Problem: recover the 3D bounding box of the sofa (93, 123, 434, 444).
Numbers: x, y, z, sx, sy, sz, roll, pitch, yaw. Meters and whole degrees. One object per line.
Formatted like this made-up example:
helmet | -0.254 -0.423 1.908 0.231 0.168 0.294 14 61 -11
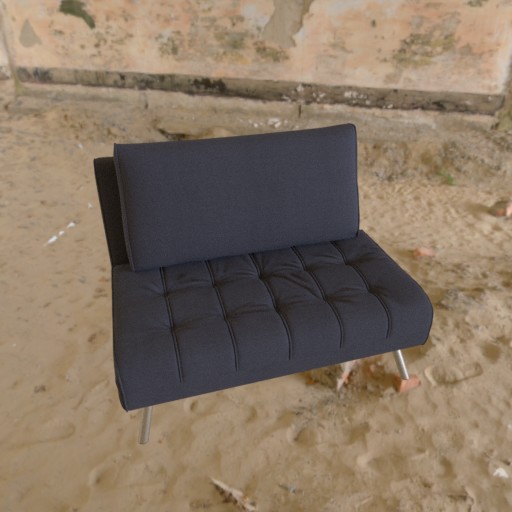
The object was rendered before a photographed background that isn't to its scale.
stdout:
sofa | 0.000 0.000 1.882 1.220 0.910 0.910 -9 34 -14
